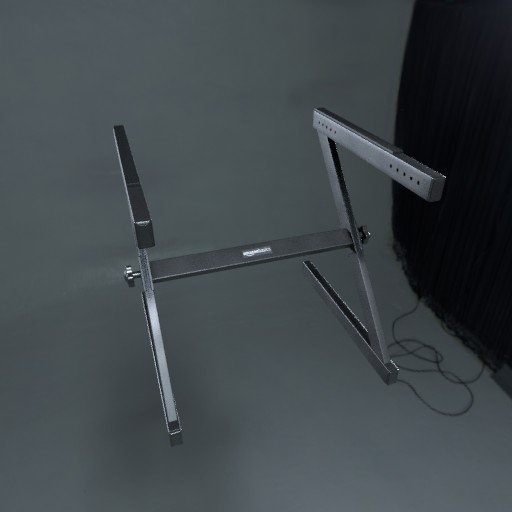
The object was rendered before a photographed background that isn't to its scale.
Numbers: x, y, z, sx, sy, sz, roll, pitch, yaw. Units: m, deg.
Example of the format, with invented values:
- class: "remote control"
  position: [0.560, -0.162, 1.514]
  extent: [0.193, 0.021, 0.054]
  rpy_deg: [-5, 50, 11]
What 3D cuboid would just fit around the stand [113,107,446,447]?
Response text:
- class: "stand"
  position: [0.000, 0.000, 1.213]
  extent: [0.700, 0.617, 0.586]
  rpy_deg: [-10, 34, -16]
